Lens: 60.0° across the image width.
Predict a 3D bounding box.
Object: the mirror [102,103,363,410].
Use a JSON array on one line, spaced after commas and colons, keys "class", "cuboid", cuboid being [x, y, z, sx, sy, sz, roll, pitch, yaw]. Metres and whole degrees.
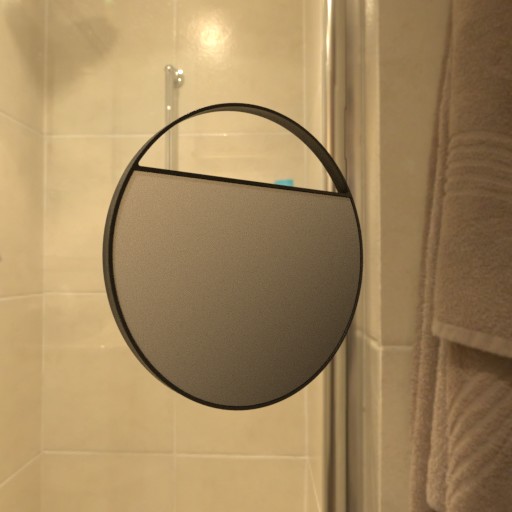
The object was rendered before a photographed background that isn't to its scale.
[{"class": "mirror", "cuboid": [0.000, 0.000, 0.842, 0.565, 0.565, 0.032, 1, -2, -35]}]
